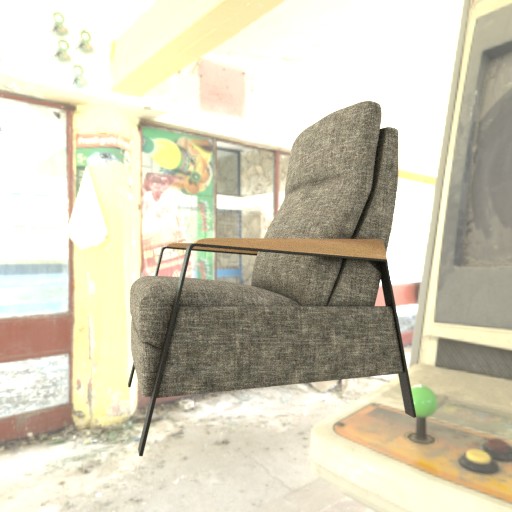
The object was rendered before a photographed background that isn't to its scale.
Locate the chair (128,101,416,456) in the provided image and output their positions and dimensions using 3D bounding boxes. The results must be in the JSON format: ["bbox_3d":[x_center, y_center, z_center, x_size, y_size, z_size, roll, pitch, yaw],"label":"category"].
[{"bbox_3d":[0.000,0.000,1.608,0.868,1.042,0.671,0,0,-19],"label":"chair"}]
